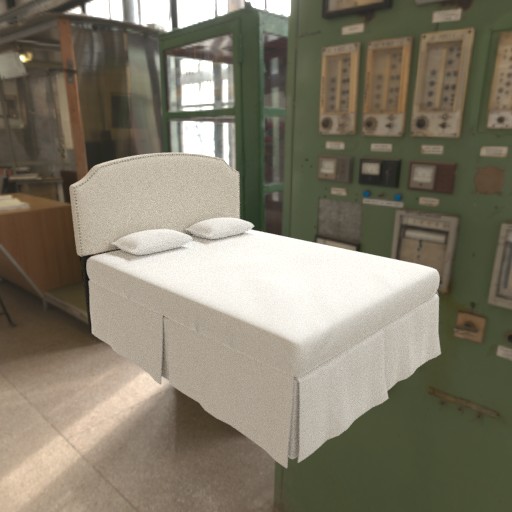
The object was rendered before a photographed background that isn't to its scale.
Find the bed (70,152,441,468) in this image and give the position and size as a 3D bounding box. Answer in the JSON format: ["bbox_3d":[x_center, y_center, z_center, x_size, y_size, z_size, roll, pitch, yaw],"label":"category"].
[{"bbox_3d":[0.000,0.000,2.927,1.999,1.270,1.558,15,21,42],"label":"bed"}]
